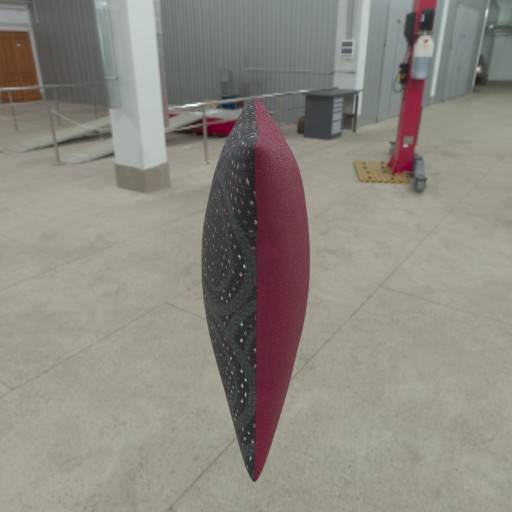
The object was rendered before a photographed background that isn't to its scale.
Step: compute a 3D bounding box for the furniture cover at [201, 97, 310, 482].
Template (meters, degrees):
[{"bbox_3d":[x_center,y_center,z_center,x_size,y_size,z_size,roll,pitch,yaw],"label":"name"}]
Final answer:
[{"bbox_3d":[0.000,0.000,0.817,0.193,0.509,0.552,0,25,0],"label":"furniture cover"}]
